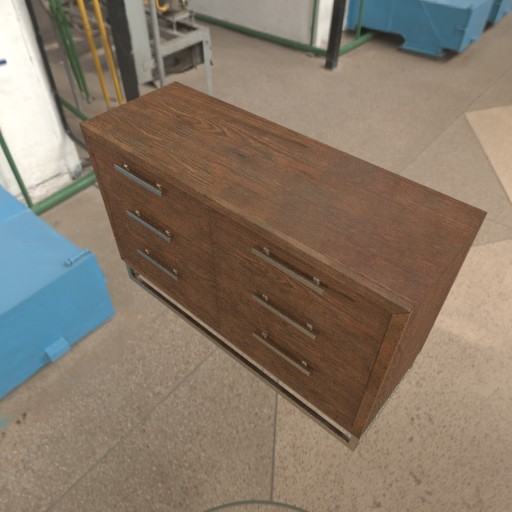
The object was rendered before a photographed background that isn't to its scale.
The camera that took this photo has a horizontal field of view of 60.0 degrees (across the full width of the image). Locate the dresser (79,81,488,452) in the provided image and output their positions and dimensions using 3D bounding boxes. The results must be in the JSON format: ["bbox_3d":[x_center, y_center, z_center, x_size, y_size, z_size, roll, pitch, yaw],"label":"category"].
[{"bbox_3d":[0.000,0.000,2.168,1.646,1.061,0.623,32,53,27],"label":"dresser"}]
